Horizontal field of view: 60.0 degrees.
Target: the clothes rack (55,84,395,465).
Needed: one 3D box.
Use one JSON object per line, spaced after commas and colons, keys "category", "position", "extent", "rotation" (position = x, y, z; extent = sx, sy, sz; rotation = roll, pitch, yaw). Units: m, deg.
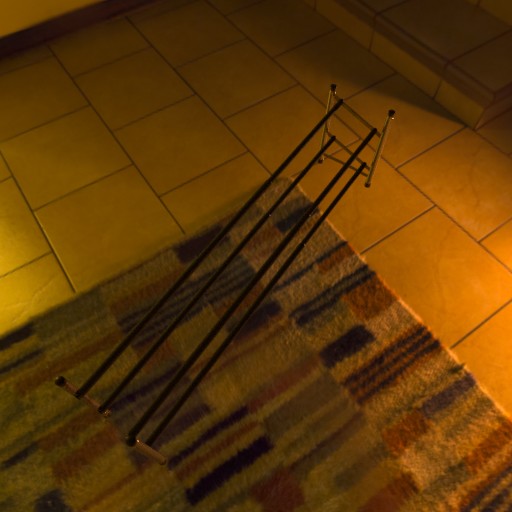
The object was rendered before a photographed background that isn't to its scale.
{"category": "clothes rack", "position": [0.000, 0.000, 1.291], "extent": [0.229, 0.349, 1.168], "rotation": [31, 64, 17]}
